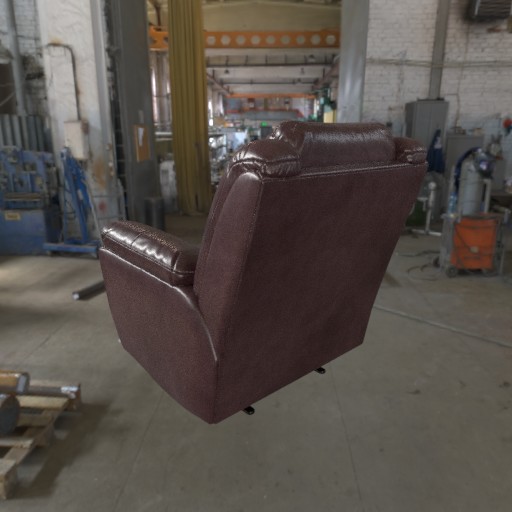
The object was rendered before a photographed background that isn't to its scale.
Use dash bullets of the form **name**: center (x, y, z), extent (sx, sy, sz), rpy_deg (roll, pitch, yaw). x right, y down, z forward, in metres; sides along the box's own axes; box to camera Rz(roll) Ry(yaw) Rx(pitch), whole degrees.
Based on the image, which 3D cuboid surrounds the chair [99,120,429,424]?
- **chair**: center (0.000, 0.000, 1.899), extent (0.990, 1.093, 1.041), rpy_deg (-14, 21, -41)
